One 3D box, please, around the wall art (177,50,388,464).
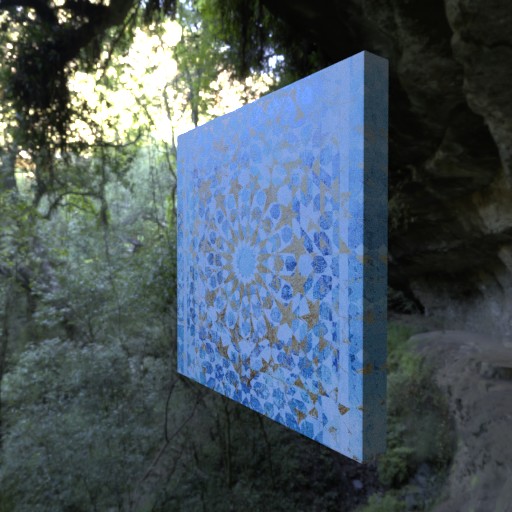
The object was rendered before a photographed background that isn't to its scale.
[{"bbox_3d":[0.000,0.000,0.607,0.037,0.405,0.405,-1,1,-36],"label":"wall art"}]
